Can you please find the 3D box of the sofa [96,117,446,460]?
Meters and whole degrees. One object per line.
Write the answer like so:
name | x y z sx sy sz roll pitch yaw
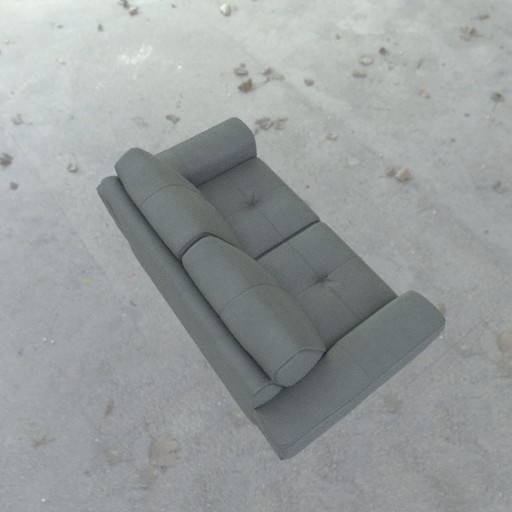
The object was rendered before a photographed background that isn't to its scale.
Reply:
sofa | 0.000 0.000 2.398 1.018 0.907 1.806 -32 64 -18
